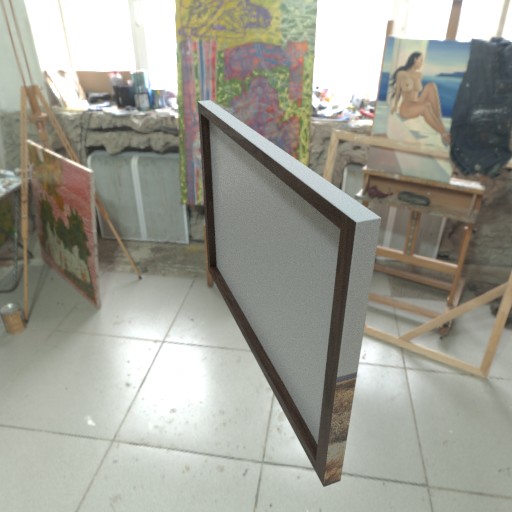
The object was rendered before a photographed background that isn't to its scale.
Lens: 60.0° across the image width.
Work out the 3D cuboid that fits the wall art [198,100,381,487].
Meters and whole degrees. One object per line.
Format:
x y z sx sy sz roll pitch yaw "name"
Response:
0.000 0.000 1.430 0.051 0.761 1.138 -11 32 -18 "wall art"
